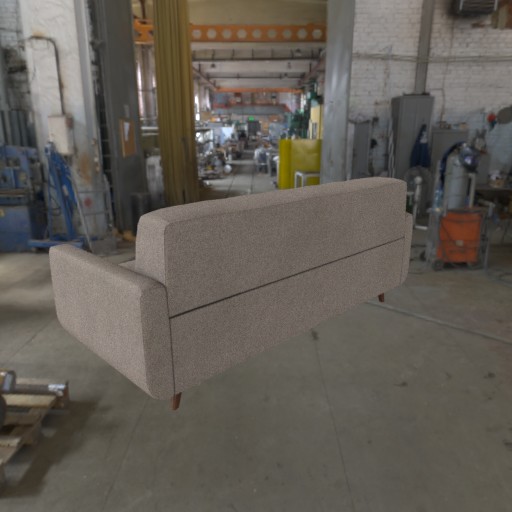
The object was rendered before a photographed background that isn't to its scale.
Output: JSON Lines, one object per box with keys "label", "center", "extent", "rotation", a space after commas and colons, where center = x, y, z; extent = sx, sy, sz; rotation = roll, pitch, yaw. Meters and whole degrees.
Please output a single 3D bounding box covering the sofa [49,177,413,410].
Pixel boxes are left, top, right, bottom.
{"label": "sofa", "center": [0.000, 0.000, 2.577], "extent": [2.029, 0.841, 0.909], "rotation": [-16, 22, -42]}
